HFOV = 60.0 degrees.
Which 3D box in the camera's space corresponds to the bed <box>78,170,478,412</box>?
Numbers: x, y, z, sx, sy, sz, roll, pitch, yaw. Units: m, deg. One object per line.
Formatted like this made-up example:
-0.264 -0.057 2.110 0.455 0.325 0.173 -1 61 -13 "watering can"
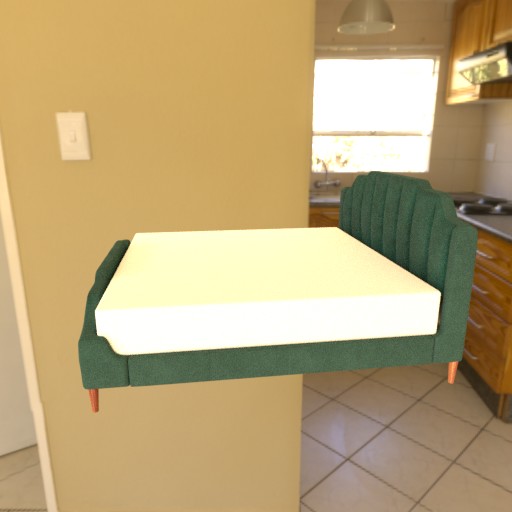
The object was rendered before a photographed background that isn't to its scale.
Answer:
0.000 0.000 3.505 2.340 1.245 2.074 -2 15 -8 "bed"
